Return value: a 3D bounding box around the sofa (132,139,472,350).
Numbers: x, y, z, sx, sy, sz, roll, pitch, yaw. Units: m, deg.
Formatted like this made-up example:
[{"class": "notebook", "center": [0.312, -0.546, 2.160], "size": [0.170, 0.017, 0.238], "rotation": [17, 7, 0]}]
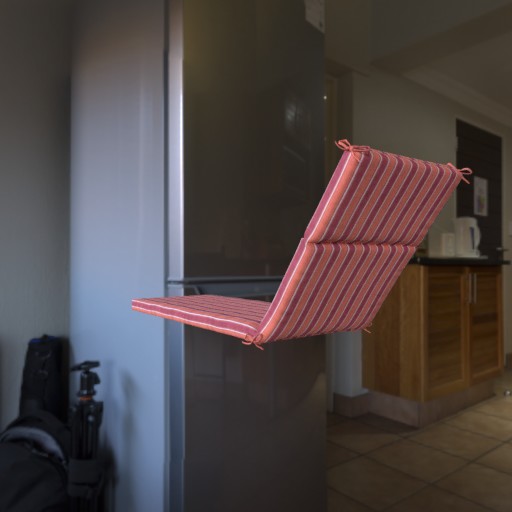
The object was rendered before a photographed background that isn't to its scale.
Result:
[{"class": "sofa", "center": [0.000, 0.000, 1.951], "size": [0.582, 0.622, 1.663], "rotation": [0, 0, -36]}]
